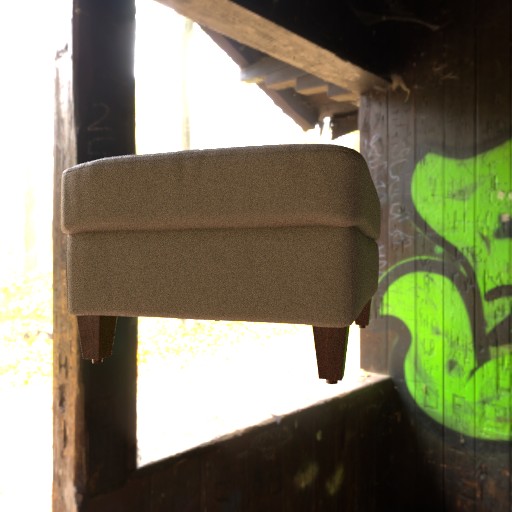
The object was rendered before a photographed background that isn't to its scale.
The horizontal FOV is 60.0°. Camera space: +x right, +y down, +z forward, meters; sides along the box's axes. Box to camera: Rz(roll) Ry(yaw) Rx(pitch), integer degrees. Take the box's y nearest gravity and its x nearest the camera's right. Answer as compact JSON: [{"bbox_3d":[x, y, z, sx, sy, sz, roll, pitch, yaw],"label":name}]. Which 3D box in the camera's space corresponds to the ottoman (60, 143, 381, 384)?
[{"bbox_3d":[0.000,0.000,1.322,0.692,0.511,0.902,0,0,18],"label":"ottoman"}]
